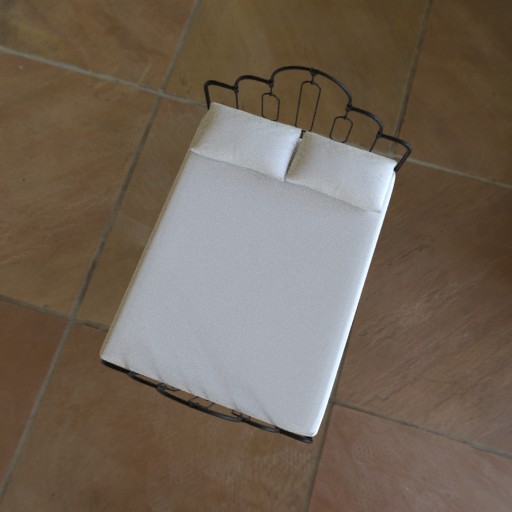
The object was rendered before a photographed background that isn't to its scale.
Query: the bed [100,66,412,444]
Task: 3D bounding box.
[{"bbox_3d":[0.000,0.000,3.192,1.626,1.444,2.181,19,76,5],"label":"bed"}]
